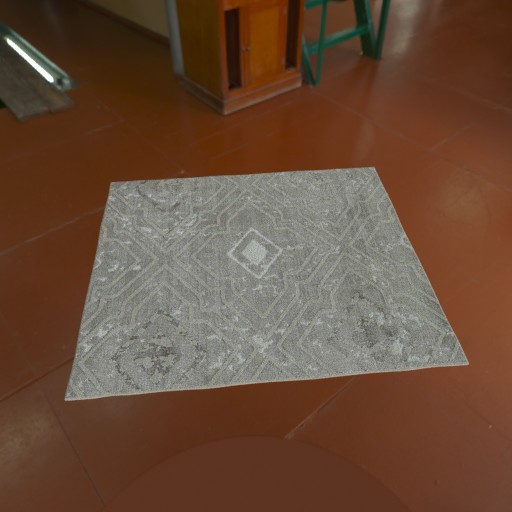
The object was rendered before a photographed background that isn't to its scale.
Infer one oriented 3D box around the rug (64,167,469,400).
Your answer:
[{"bbox_3d":[0.000,0.000,0.881,0.639,0.006,0.548,-4,46,-4],"label":"rug"}]
